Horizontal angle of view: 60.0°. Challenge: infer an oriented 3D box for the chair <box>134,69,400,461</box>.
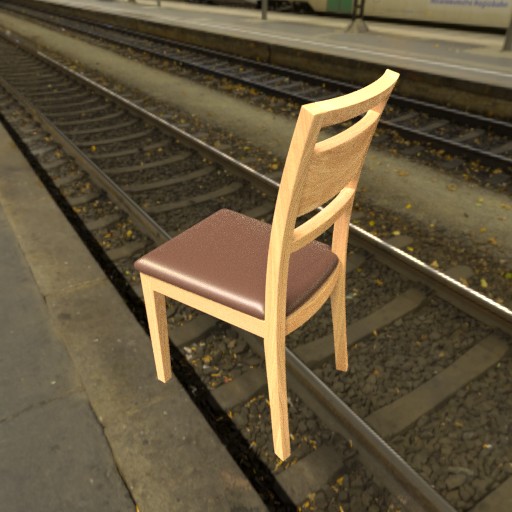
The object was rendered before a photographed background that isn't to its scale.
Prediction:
[{"bbox_3d":[0.000,0.000,1.208,0.545,0.940,0.420,20,38,28],"label":"chair"}]
